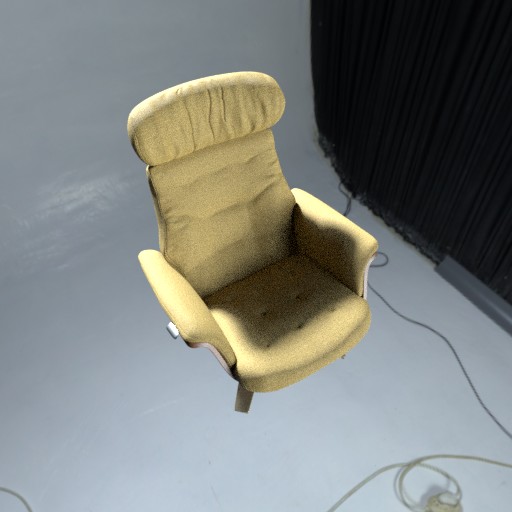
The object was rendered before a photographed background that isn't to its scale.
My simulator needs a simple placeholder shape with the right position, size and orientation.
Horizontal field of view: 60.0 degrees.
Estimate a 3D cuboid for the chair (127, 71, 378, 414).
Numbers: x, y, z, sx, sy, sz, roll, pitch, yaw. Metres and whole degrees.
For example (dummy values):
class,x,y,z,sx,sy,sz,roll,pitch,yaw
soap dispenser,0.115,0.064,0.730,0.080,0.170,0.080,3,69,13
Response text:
class,x,y,z,sx,sy,sz,roll,pitch,yaw
chair,0.000,0.000,1.587,0.785,0.995,0.837,-24,51,-21
